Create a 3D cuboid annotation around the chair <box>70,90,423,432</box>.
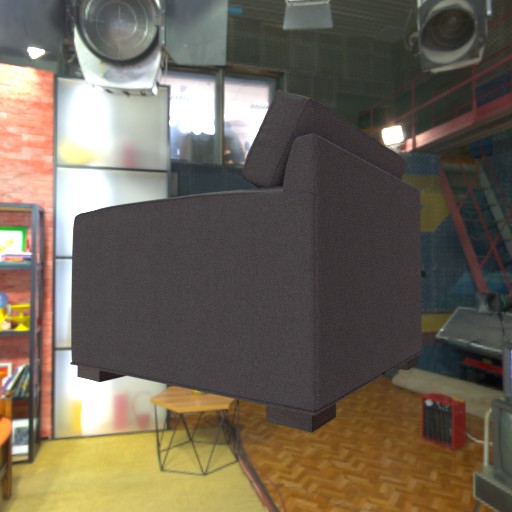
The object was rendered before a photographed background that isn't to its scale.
[{"bbox_3d":[0.000,0.000,1.788,1.043,0.913,0.997,-1,-2,35],"label":"chair"}]
